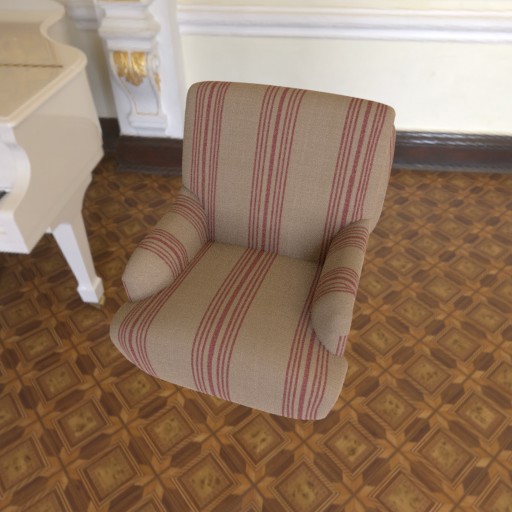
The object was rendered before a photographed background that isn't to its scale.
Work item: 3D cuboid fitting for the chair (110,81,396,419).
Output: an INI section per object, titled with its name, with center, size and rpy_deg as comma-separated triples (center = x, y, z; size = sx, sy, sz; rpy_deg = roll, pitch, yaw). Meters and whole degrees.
[chair]
center = 0.000, 0.000, 1.875
size = 0.933, 1.123, 1.058
rpy_deg = 12, 43, 13
